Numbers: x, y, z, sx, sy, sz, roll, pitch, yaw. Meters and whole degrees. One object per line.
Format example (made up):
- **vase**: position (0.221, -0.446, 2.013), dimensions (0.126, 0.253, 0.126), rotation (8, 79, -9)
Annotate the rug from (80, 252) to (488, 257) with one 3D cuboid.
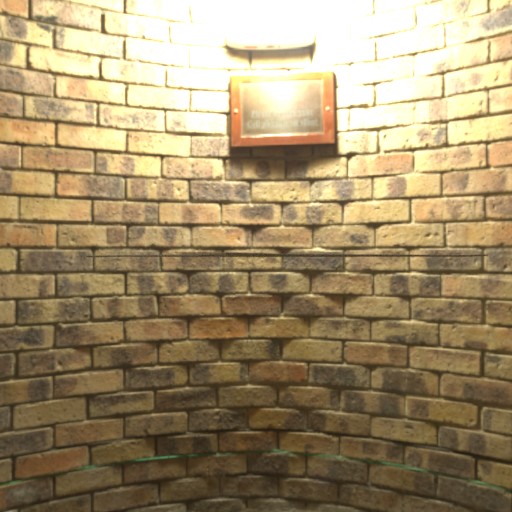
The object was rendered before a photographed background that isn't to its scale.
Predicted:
- **rug**: position (0.000, 0.000, 4.129), dimensions (2.451, 0.026, 3.069), rotation (0, 0, -34)
